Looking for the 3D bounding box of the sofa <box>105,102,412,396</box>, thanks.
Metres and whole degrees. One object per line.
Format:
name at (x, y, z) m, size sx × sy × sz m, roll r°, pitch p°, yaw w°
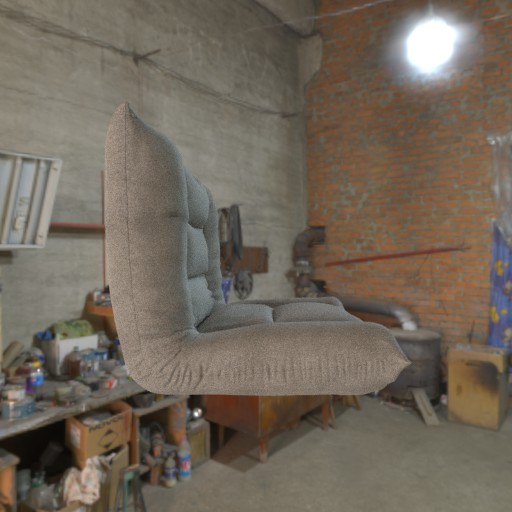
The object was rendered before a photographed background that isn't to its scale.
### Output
sofa at (0.000, 0.000, 1.711) m, size 0.847 × 0.795 × 1.144 m, roll 0°, pitch -1°, yaw 1°
